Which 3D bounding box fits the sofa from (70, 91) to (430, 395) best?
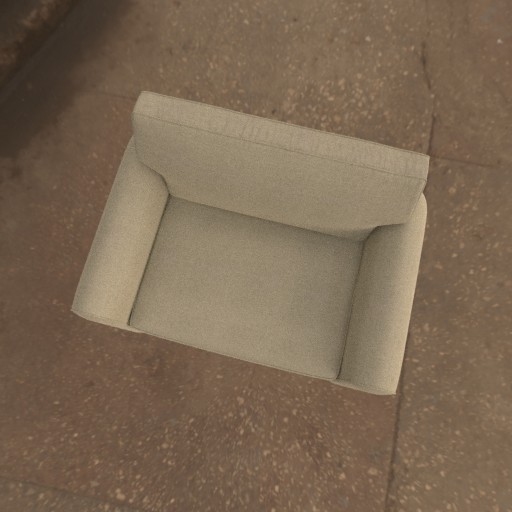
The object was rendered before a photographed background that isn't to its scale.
[{"bbox_3d":[0.000,0.000,2.044,1.405,0.991,0.936,14,77,3],"label":"sofa"}]
